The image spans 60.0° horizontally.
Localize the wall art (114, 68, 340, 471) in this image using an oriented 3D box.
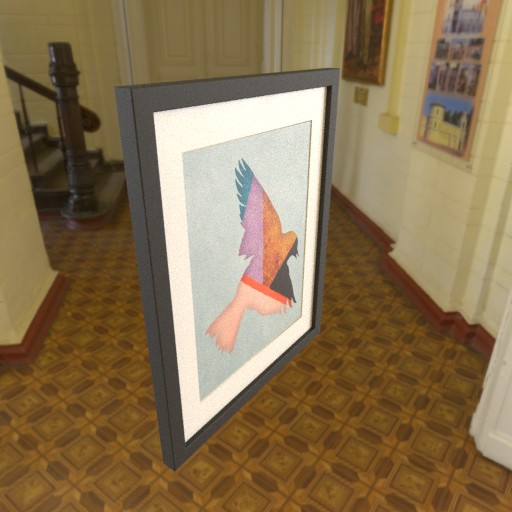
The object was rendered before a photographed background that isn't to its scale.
[{"bbox_3d":[0.000,0.000,0.736,0.028,0.558,0.457,18,31,33],"label":"wall art"}]
